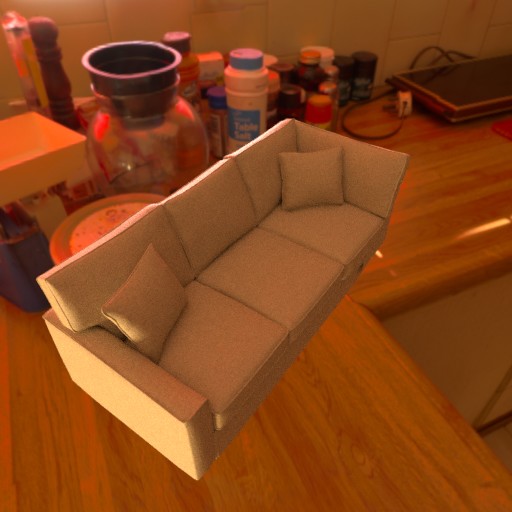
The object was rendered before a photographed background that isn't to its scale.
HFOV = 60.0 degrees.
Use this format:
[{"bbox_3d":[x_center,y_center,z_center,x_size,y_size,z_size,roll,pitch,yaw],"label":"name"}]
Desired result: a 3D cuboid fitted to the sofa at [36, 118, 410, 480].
[{"bbox_3d":[0.000,0.000,2.823,1.061,0.962,2.317,25,47,26],"label":"sofa"}]
